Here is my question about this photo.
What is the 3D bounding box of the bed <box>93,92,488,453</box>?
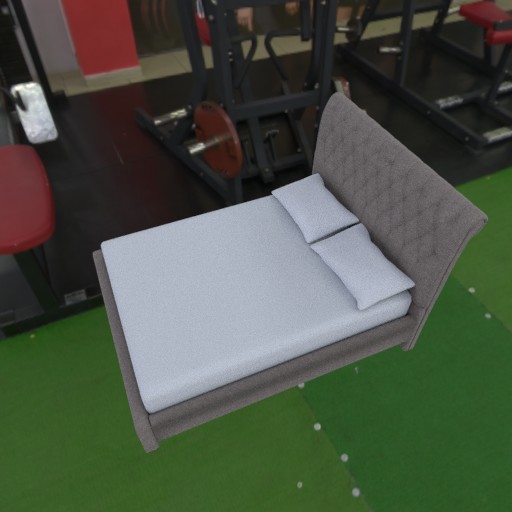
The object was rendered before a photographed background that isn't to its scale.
[{"bbox_3d":[0.000,0.000,3.254,2.252,1.371,1.645,-17,49,-16],"label":"bed"}]
